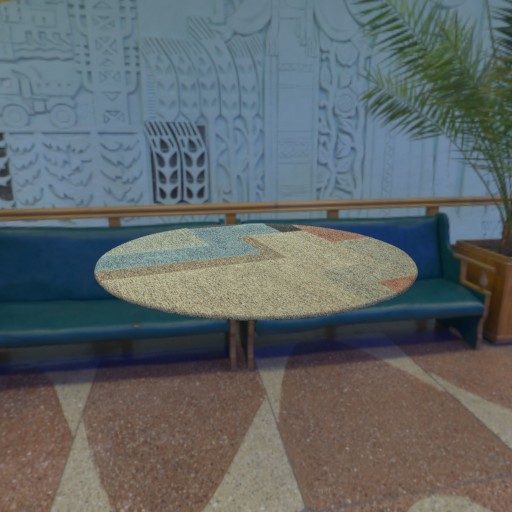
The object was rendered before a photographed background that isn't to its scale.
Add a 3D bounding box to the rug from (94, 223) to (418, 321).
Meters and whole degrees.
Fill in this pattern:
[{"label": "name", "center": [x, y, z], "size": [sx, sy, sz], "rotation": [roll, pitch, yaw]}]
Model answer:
[{"label": "rug", "center": [0.000, 0.000, 3.571], "size": [2.461, 0.033, 2.461], "rotation": [0, 16, 0]}]
